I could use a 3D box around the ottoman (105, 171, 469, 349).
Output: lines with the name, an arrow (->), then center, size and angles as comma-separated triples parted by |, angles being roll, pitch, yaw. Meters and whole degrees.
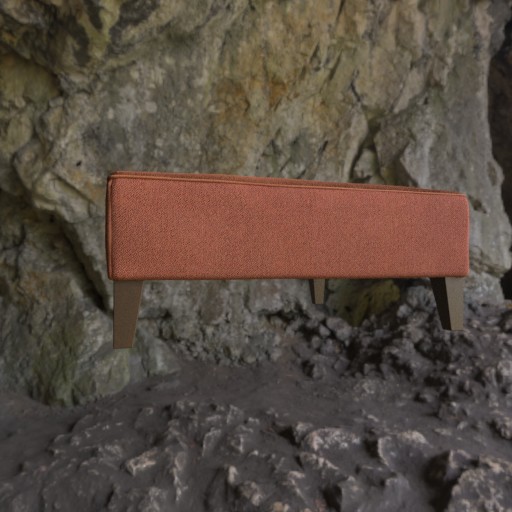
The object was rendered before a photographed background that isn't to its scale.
ottoman -> 0.000, 0.000, 1.574 | 0.997, 0.438, 0.999 | 0, -1, -17
